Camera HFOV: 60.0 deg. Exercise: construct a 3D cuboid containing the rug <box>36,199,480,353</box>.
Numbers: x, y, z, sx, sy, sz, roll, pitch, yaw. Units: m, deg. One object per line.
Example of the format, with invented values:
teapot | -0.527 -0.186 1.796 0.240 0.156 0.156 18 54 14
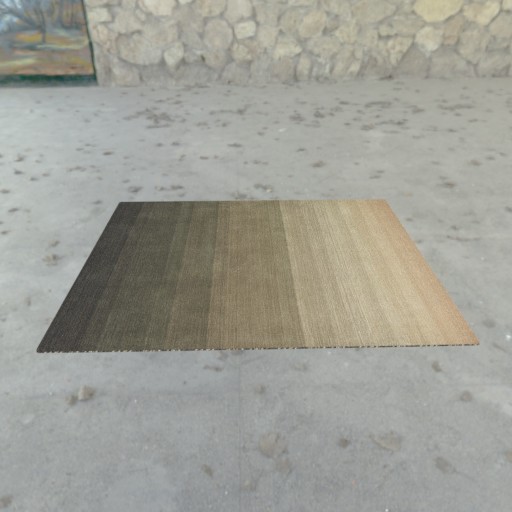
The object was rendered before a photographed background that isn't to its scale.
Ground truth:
rug | 0.000 0.000 3.852 2.902 0.017 2.305 -1 32 -1
